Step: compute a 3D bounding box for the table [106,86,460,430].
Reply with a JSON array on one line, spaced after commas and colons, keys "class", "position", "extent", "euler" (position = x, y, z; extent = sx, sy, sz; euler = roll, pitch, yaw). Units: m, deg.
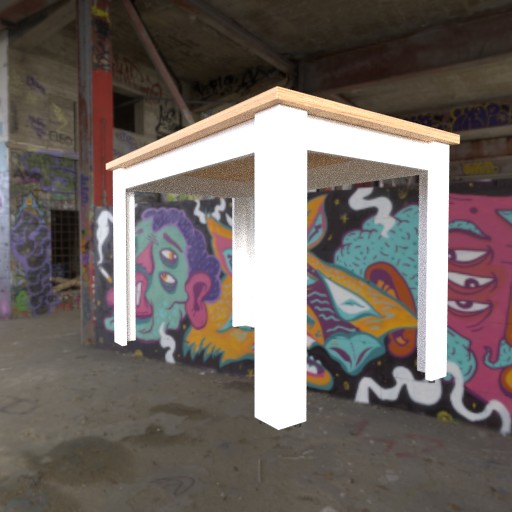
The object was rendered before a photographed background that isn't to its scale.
[{"class": "table", "position": [0.000, 0.000, 1.567], "extent": [0.700, 0.734, 1.100], "euler": [-1, 2, -36]}]
